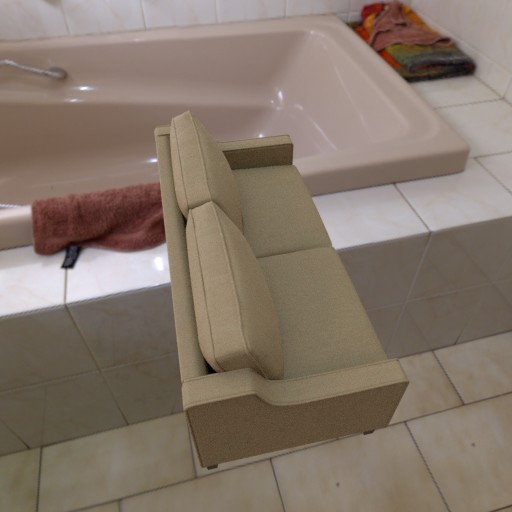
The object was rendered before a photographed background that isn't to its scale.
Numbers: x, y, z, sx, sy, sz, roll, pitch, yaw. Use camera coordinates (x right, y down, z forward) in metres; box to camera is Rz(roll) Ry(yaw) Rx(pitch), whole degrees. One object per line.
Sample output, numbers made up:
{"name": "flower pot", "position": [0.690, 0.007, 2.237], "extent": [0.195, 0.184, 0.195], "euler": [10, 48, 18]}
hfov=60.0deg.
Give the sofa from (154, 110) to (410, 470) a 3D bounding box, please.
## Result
{"name": "sofa", "position": [0.000, 0.000, 2.838], "extent": [1.066, 1.071, 2.178], "euler": [-9, 47, -8]}
